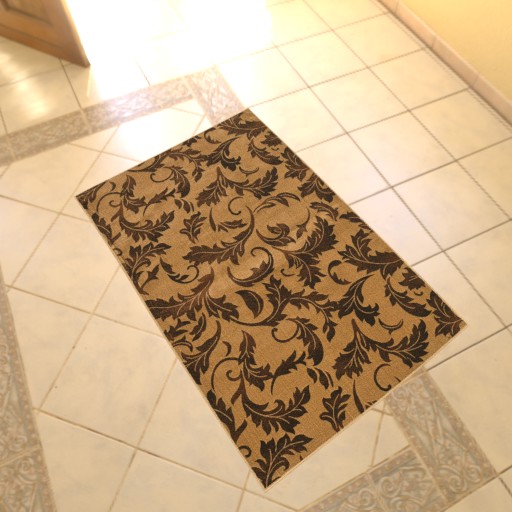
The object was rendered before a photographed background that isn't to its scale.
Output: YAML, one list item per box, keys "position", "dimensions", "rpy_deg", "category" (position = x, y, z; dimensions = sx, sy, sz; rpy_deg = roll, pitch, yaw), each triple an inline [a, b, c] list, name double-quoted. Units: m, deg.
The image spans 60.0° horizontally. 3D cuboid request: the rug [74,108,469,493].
- position: [0.000, 0.000, 2.878]
  dimensions: [1.522, 0.008, 2.284]
  rpy_deg: [-32, 65, -17]
  category: "rug"
